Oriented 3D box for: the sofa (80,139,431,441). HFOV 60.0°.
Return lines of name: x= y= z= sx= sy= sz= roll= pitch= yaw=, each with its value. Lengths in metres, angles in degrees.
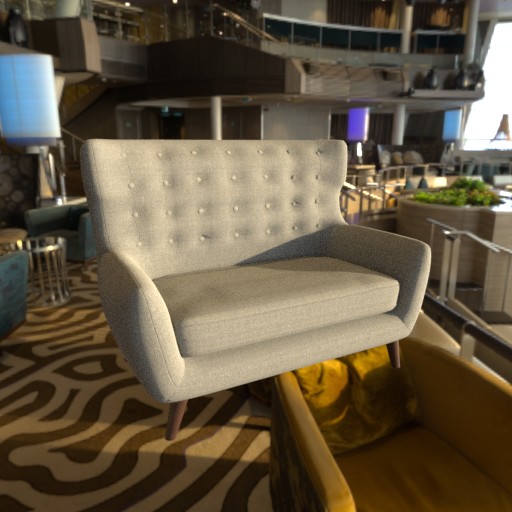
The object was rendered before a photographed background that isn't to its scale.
sofa: x=0.000 y=0.000 z=2.015 sx=1.386 sy=1.028 sz=0.884 roll=-8 pitch=16 yaw=-27
